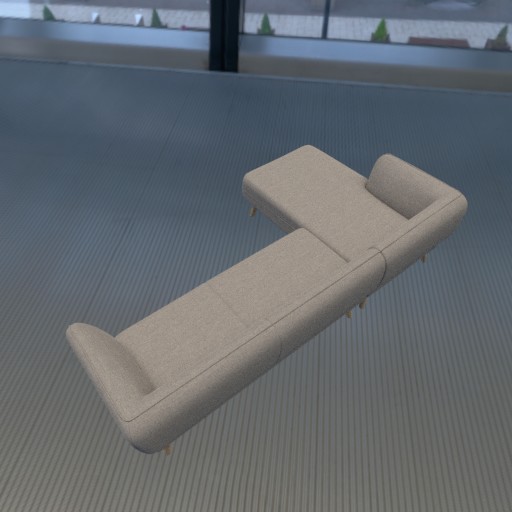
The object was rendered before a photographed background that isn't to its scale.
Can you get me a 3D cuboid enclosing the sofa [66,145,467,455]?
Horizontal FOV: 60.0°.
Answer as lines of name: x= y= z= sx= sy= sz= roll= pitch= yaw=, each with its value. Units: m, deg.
sofa: x=0.000 y=0.000 z=3.146 sx=2.653 sy=0.693 sz=1.532 roll=-30 pitch=54 yaw=-25
